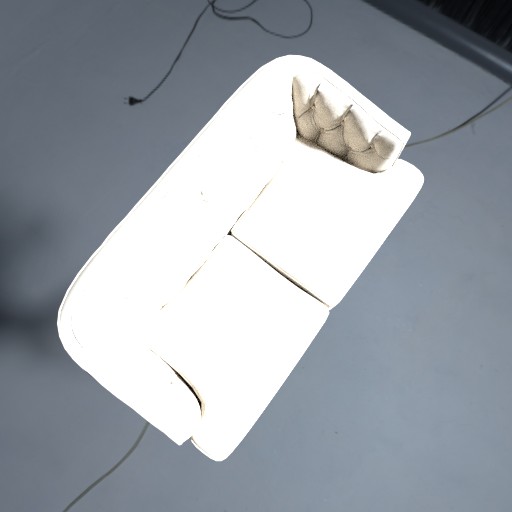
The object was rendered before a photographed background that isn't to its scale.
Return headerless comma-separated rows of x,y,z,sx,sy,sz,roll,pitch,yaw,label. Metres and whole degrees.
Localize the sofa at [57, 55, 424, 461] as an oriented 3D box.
0.000,0.000,2.216,0.940,0.878,1.731,36,79,9,sofa
